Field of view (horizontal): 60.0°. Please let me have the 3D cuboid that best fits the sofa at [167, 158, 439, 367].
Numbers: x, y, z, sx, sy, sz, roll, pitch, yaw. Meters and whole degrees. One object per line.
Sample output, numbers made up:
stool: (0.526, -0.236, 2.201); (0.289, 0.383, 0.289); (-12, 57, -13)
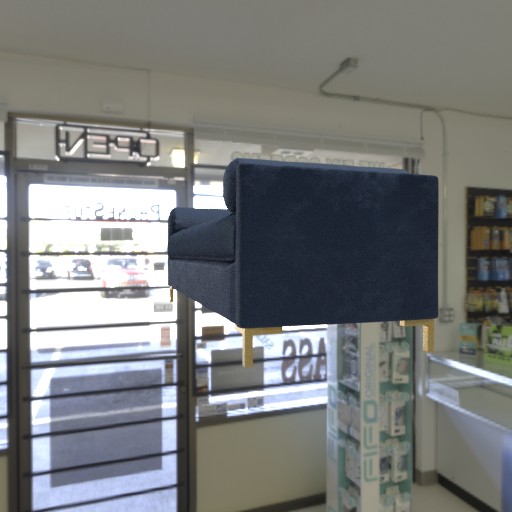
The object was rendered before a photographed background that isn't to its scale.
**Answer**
sofa: (0.000, 0.000, 2.511); (0.796, 0.705, 2.102); (0, 0, -18)
